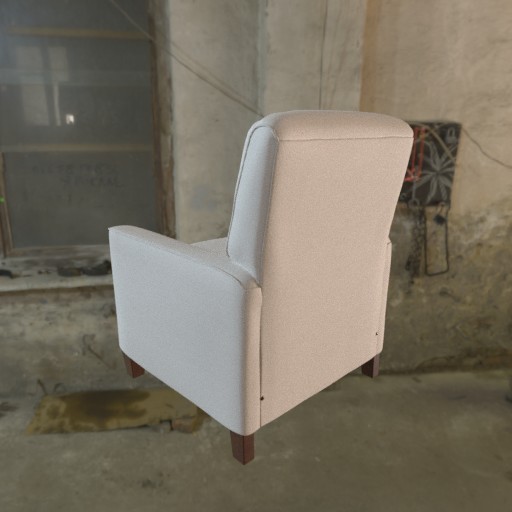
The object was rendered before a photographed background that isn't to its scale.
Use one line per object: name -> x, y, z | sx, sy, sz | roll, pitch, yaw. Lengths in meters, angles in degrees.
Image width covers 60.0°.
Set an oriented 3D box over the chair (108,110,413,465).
chair -> 0.000, 0.000, 1.678 | 0.841, 1.028, 0.858 | -15, 22, -42
